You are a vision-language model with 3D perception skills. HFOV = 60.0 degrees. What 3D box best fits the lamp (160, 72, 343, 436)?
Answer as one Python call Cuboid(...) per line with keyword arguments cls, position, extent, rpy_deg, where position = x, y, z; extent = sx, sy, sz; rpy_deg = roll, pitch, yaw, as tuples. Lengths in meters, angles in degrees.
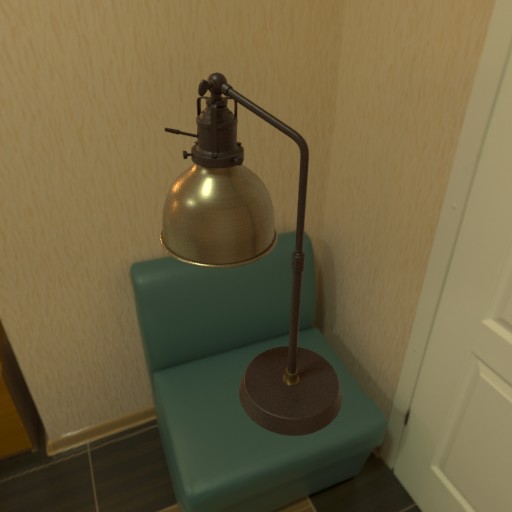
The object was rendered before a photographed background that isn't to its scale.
Cuboid(cls="lamp", position=(0.000, 0.000, 0.618), extent=(0.298, 0.469, 0.175), rpy_deg=(22, 38, 30))
